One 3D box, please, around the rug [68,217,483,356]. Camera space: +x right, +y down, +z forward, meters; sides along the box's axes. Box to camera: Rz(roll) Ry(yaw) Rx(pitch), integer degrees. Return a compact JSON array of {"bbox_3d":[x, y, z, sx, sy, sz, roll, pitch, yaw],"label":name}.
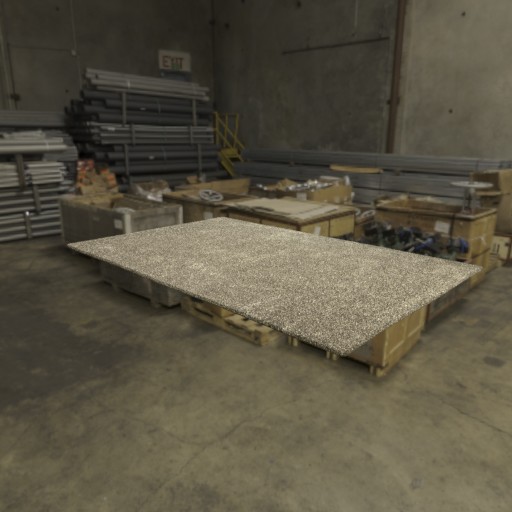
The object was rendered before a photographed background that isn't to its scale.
[{"bbox_3d":[0.000,0.000,2.928,2.350,0.025,1.502,15,21,42],"label":"rug"}]
